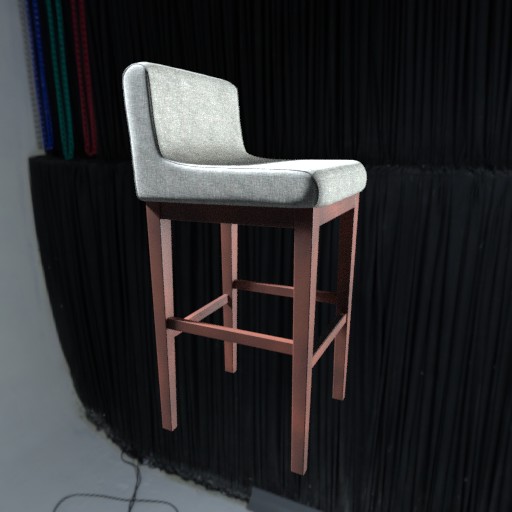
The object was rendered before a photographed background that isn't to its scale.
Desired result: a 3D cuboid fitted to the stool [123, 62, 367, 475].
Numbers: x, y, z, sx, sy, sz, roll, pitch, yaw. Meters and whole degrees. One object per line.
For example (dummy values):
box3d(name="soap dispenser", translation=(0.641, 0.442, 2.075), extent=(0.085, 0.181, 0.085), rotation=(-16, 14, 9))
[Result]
box3d(name="stool", translation=(0.000, 0.000, 1.213), extent=(0.499, 0.965, 0.426), rotation=(7, 16, 25))
